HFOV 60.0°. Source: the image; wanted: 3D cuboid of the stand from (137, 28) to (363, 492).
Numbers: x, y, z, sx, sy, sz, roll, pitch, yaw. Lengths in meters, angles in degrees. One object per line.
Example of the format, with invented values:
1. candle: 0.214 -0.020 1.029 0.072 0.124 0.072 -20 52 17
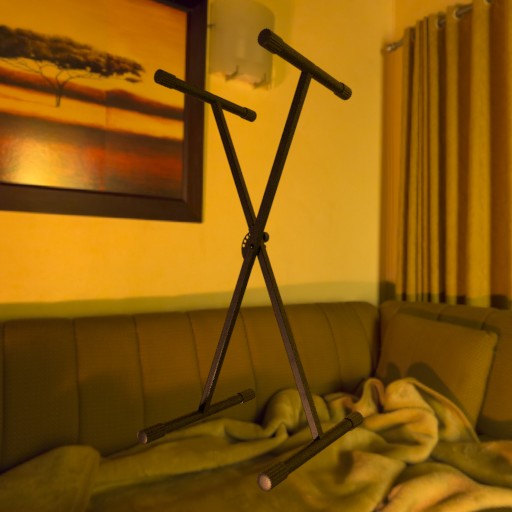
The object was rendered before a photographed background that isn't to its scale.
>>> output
1. stand: 0.000 0.000 1.174 0.409 0.940 0.449 0 -1 37
